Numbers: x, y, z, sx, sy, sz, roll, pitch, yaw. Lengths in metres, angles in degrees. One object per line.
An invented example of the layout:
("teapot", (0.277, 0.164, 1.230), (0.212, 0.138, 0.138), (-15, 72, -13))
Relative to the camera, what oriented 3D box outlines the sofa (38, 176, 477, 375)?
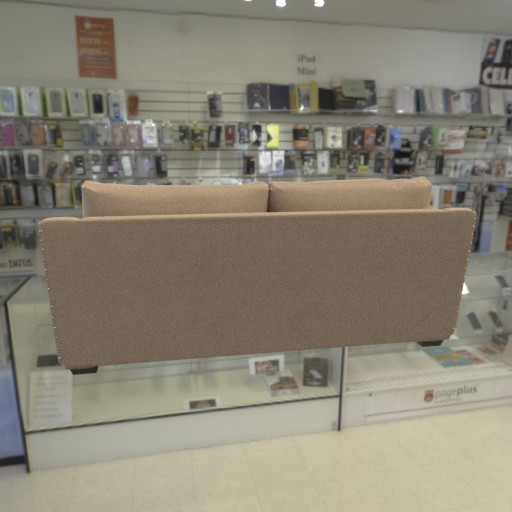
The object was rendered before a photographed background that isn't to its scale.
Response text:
("sofa", (0.000, 0.000, 2.503), (1.967, 0.901, 1.030), (-2, 14, -10))
